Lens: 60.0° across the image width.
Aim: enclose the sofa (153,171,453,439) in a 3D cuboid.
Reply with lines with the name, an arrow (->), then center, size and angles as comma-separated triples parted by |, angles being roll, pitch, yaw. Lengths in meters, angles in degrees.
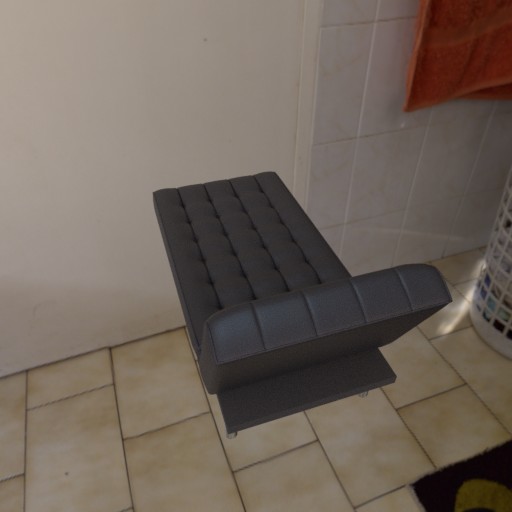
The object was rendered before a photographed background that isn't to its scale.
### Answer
sofa -> 0.000, 0.000, 2.032 | 0.760, 0.820, 1.560 | -12, 42, -14
